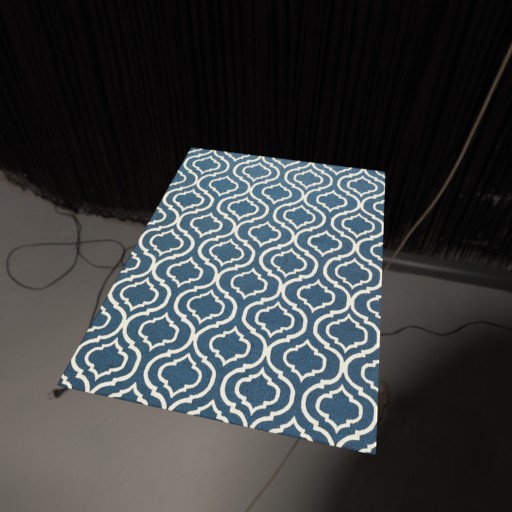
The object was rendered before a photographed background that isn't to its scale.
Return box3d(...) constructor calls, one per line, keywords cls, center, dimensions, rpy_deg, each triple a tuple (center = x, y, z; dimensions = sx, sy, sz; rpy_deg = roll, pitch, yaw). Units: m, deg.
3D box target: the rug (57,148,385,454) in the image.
box3d(cls="rug", center=(0.000, 0.000, 4.382), dimensions=(2.438, 0.010, 3.353), rpy_deg=(9, 48, 8))
